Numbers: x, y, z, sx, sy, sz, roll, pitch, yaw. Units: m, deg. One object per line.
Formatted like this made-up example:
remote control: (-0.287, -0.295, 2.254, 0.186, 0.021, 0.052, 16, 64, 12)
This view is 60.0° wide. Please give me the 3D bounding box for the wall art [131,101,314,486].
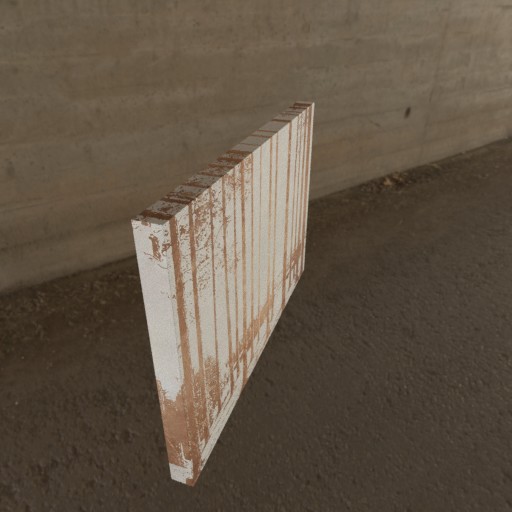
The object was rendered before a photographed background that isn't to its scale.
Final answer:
wall art: (0.000, 0.000, 0.769, 0.035, 0.405, 0.609, 10, 32, 17)
